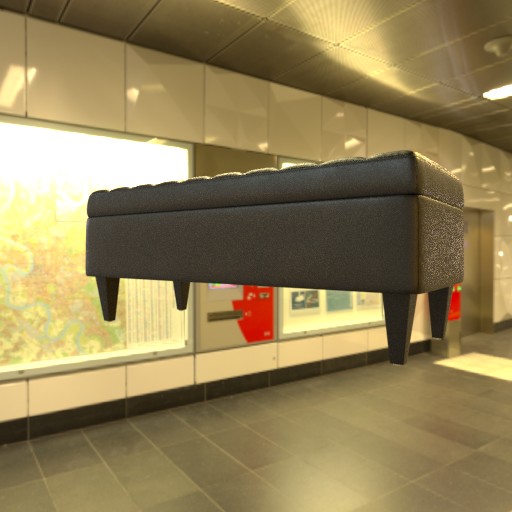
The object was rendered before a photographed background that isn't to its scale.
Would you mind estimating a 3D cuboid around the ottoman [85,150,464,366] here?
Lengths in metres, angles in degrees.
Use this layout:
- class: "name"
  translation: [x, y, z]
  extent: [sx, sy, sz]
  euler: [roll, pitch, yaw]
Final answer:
- class: "ottoman"
  translation: [0.000, 0.000, 1.417]
  extent: [1.151, 0.469, 0.482]
  euler: [0, 1, 36]
